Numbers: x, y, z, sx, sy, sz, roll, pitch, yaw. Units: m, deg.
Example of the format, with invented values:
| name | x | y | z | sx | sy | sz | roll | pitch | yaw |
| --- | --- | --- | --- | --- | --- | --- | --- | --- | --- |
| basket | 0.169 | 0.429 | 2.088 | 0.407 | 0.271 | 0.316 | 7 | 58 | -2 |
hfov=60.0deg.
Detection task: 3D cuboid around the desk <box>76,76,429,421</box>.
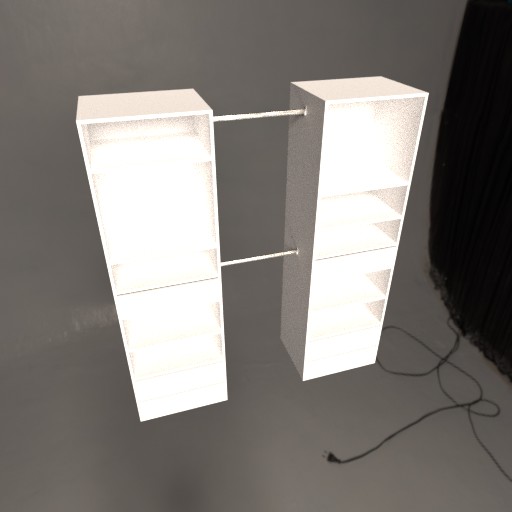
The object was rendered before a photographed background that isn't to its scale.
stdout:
| name | x | y | z | sx | sy | sz | roll | pitch | yaw |
| --- | --- | --- | --- | --- | --- | --- | --- | --- | --- |
| desk | 0.000 | 0.000 | 2.855 | 1.770 | 2.000 | 0.480 | -10 | 34 | -15 |
